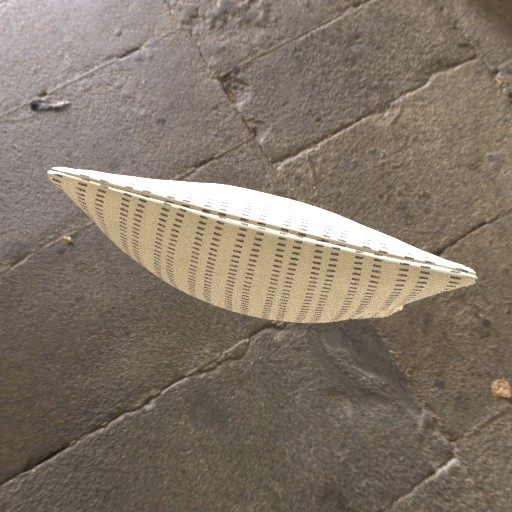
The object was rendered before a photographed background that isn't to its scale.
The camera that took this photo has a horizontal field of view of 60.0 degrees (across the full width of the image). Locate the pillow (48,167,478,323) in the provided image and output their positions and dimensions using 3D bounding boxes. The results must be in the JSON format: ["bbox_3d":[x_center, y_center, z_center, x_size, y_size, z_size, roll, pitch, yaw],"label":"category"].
[{"bbox_3d":[0.000,0.000,0.792,0.640,0.353,0.210,14,77,3],"label":"pillow"}]
